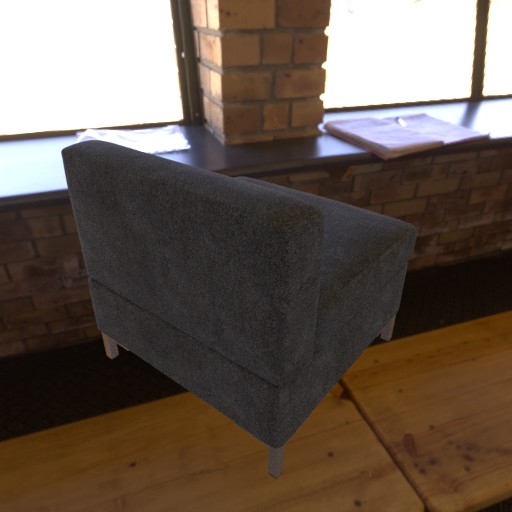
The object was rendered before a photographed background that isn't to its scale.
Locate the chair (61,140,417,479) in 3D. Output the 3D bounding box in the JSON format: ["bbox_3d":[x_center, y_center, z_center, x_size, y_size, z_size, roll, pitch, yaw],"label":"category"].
[{"bbox_3d":[0.000,0.000,1.238,0.680,0.660,0.680,22,37,33],"label":"chair"}]
